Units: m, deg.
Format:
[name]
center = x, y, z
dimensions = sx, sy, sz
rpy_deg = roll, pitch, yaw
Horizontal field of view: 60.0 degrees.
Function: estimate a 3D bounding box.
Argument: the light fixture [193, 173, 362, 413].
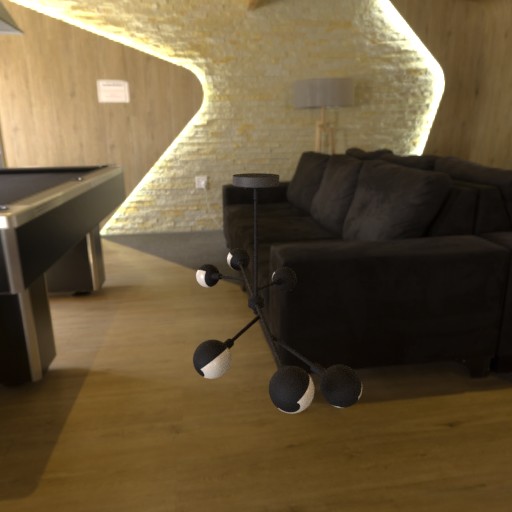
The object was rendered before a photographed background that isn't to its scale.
[light fixture]
center = 0.000, 0.000, 1.006
dimensions = 0.434, 0.362, 0.778
rpy_deg = 2, 16, 7
